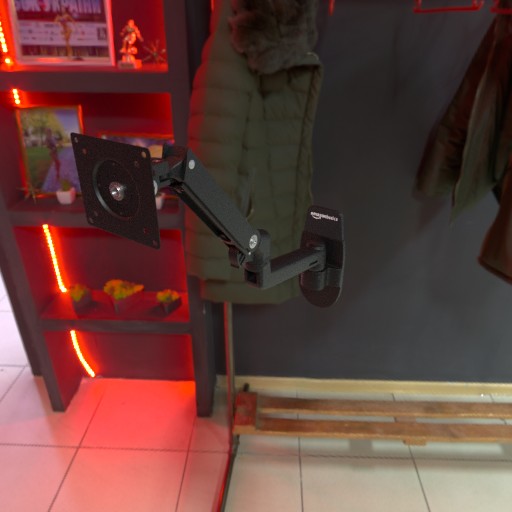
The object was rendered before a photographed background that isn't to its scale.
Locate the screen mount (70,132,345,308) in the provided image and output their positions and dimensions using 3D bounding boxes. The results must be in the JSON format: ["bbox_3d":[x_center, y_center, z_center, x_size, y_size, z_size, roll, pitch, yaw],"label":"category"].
[{"bbox_3d":[0.000,0.000,0.707,0.115,0.466,0.495,18,33,30],"label":"screen mount"}]
